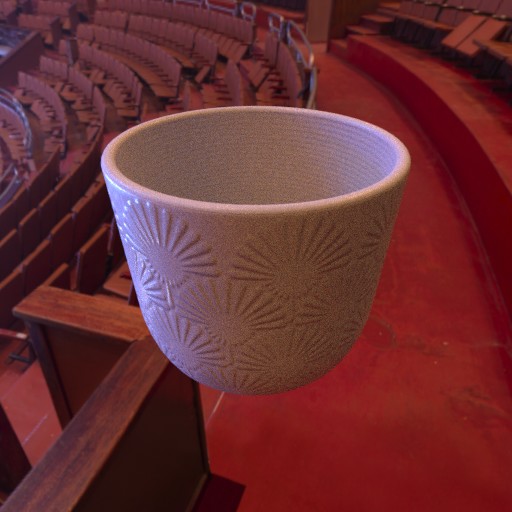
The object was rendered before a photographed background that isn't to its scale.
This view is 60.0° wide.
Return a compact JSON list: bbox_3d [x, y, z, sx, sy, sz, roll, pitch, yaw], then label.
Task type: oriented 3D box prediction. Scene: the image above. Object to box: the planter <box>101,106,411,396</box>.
[{"bbox_3d":[0.000,0.000,0.292,0.170,0.152,0.170,0,33,0],"label":"planter"}]
